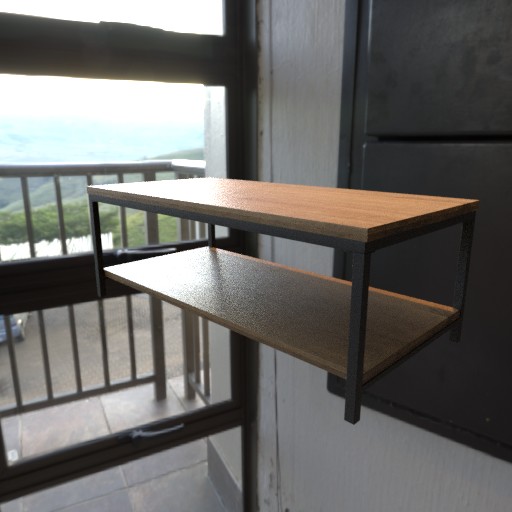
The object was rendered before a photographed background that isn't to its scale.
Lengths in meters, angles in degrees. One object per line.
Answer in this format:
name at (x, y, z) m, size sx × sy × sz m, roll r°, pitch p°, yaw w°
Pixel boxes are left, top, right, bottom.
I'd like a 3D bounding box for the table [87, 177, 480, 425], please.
table at (0.000, 0.000, 1.392) m, size 1.100 × 0.399 × 0.551 m, roll 14°, pitch 20°, yaw 43°
